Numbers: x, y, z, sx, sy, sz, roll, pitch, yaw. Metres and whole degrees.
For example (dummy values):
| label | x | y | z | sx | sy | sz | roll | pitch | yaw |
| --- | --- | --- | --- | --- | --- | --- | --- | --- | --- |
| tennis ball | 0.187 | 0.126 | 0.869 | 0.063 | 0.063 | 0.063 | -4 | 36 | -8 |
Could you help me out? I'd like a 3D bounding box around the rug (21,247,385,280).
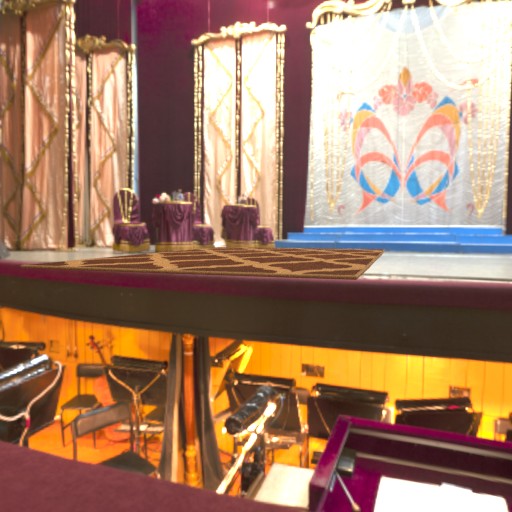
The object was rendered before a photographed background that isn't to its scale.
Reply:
| label | x | y | z | sx | sy | sz | roll | pitch | yaw |
| --- | --- | --- | --- | --- | --- | --- | --- | --- | --- |
| rug | 0.000 | 0.000 | 2.861 | 1.526 | 0.014 | 2.290 | 1 | 4 | 19 |
